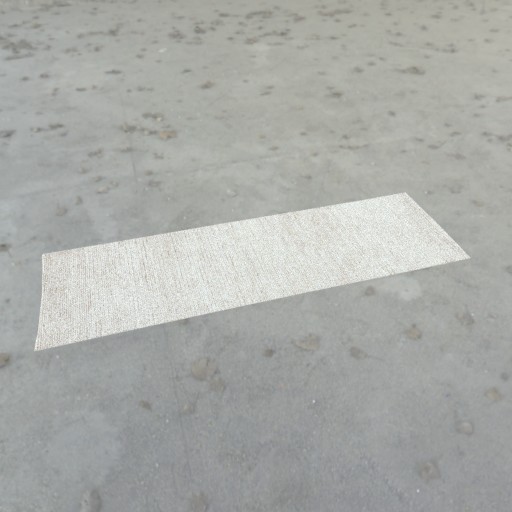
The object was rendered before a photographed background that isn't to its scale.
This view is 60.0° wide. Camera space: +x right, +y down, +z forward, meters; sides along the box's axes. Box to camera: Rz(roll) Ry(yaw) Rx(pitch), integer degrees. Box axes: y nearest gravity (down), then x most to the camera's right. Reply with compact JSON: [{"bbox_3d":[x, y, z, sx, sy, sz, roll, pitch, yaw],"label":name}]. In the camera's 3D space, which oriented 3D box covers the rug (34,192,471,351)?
[{"bbox_3d":[0.000,0.000,2.530,2.346,0.013,0.712,-11,42,-12],"label":"rug"}]
